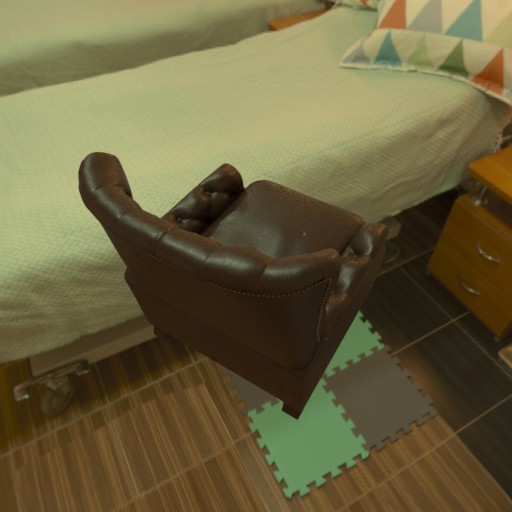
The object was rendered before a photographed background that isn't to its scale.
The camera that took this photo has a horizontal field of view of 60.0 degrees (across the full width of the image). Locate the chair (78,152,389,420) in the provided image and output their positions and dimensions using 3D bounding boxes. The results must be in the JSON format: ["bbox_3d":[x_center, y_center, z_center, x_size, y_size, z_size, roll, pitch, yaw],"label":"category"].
[{"bbox_3d":[0.000,0.000,1.473,0.709,0.864,0.823,25,53,21],"label":"chair"}]
